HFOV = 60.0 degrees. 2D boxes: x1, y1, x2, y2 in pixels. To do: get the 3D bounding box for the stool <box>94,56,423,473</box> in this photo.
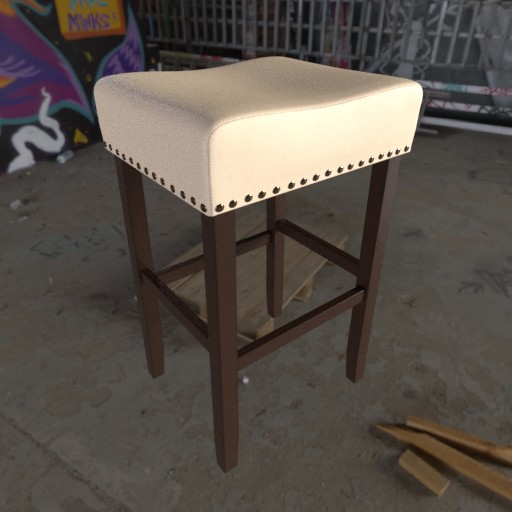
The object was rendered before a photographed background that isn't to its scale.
[{"bbox_3d":[0.000,0.000,1.000,0.471,0.762,0.401,-22,38,-31],"label":"stool"}]
